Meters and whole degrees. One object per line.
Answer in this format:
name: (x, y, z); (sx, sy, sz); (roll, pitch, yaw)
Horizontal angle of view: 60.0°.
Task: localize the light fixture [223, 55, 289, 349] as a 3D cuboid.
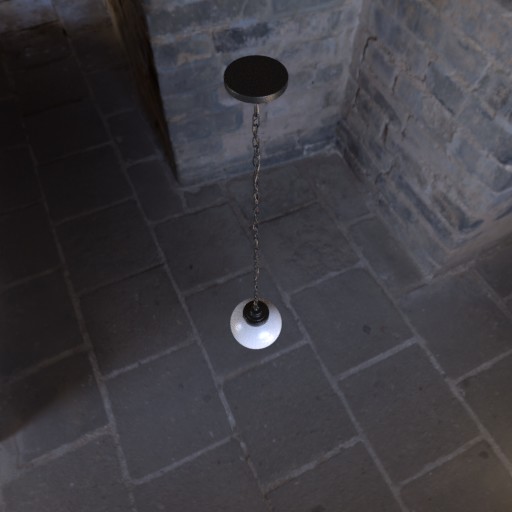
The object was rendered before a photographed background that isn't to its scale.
light fixture: (0.000, 0.000, 1.971); (0.305, 1.867, 0.304); (15, 61, 9)
